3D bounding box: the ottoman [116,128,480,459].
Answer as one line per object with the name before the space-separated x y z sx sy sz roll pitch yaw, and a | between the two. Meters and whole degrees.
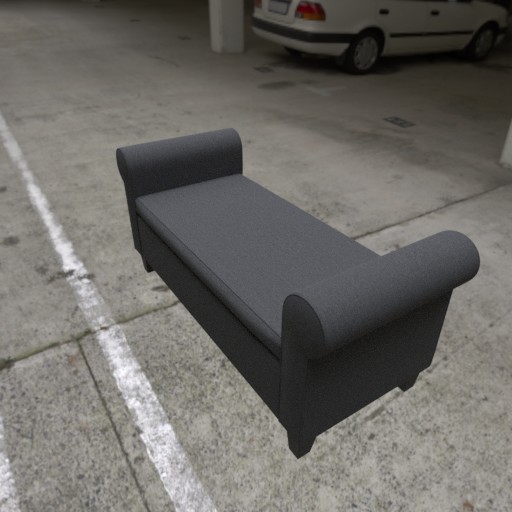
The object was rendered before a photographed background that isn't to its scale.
ottoman | 0.000 0.000 1.534 0.521 0.547 1.256 -19 36 -28
